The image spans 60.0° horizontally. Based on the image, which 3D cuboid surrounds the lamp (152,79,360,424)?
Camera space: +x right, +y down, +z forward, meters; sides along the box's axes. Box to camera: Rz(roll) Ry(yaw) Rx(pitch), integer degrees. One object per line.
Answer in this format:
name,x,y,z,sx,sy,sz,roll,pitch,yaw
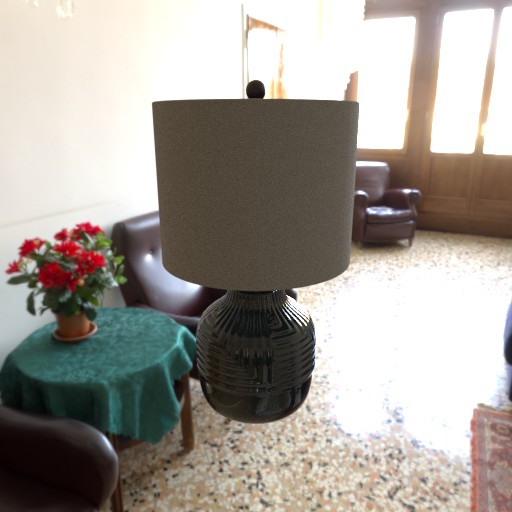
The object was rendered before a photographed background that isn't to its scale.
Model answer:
lamp,0.000,0.000,0.765,0.318,0.567,0.318,0,17,0
